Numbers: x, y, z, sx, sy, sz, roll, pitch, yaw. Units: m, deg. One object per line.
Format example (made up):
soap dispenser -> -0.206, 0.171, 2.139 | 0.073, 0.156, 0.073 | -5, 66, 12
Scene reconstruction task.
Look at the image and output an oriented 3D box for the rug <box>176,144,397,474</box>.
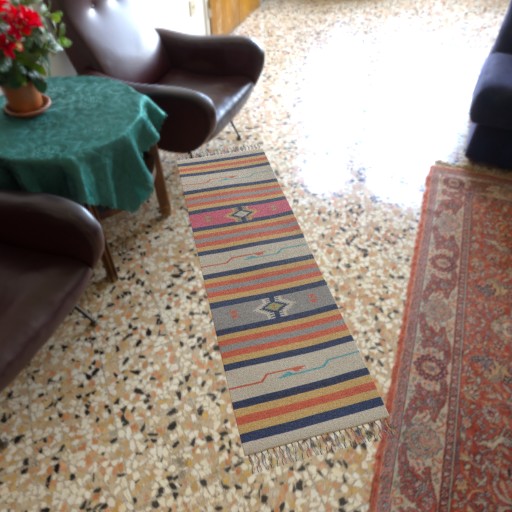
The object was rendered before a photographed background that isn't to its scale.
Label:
rug -> 0.000, 0.000, 2.750 | 0.695, 0.017, 2.455 | -11, 47, -10
